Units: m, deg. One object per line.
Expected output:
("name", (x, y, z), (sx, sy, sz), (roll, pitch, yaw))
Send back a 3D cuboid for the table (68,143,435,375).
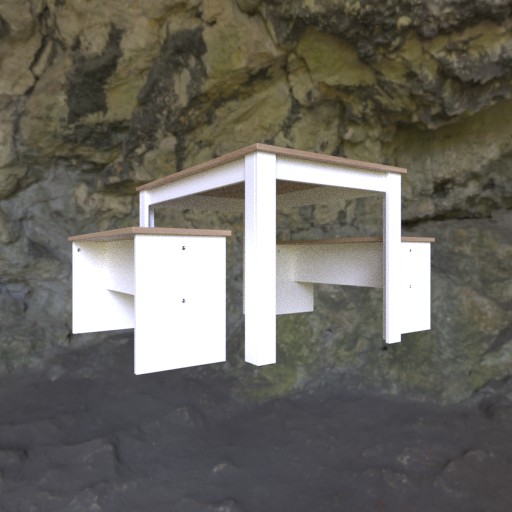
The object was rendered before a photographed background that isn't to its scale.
("table", (0.000, 0.000, 2.031), (1.443, 0.700, 1.100), (0, 0, -34))
